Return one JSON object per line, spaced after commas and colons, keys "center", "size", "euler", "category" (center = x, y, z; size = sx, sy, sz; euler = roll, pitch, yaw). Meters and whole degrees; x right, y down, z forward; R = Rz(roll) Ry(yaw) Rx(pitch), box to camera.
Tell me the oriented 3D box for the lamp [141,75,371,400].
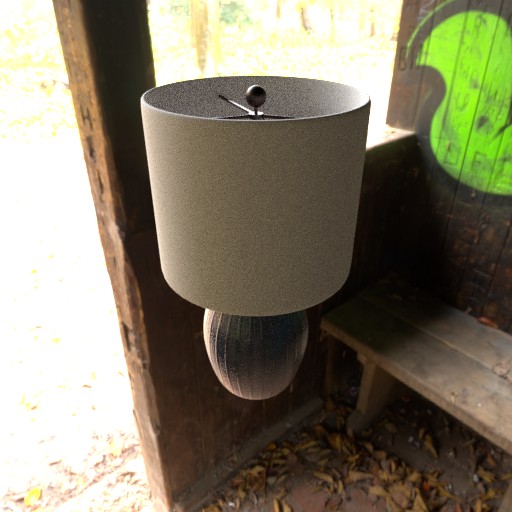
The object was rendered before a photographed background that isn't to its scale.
{"center": [0.000, 0.000, 0.782], "size": [0.329, 0.570, 0.329], "euler": [11, 32, 18], "category": "lamp"}
